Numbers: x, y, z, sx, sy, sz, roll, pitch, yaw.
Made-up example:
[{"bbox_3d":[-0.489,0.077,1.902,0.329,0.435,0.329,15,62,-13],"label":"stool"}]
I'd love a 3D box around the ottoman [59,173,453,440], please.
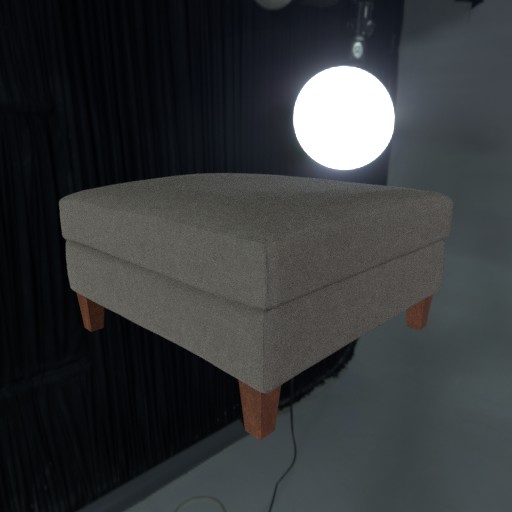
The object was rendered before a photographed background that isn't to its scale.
[{"bbox_3d":[0.000,0.000,1.389,0.881,0.482,0.861,15,21,42],"label":"ottoman"}]
